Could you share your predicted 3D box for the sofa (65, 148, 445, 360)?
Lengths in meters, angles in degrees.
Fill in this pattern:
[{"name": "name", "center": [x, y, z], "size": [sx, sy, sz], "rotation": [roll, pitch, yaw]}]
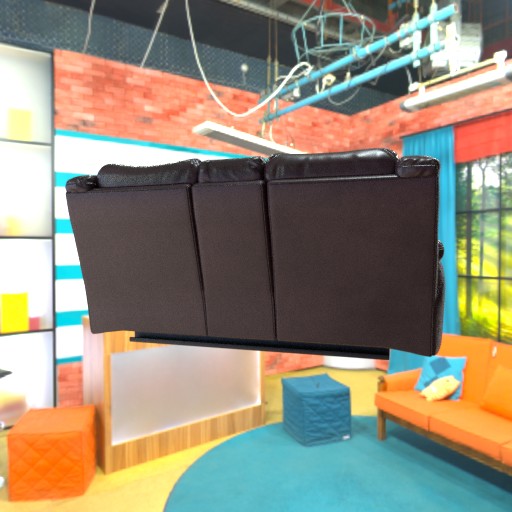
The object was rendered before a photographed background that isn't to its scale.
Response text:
[{"name": "sofa", "center": [0.000, 0.000, 2.636], "size": [2.058, 1.043, 0.991], "rotation": [0, 1, 17]}]
